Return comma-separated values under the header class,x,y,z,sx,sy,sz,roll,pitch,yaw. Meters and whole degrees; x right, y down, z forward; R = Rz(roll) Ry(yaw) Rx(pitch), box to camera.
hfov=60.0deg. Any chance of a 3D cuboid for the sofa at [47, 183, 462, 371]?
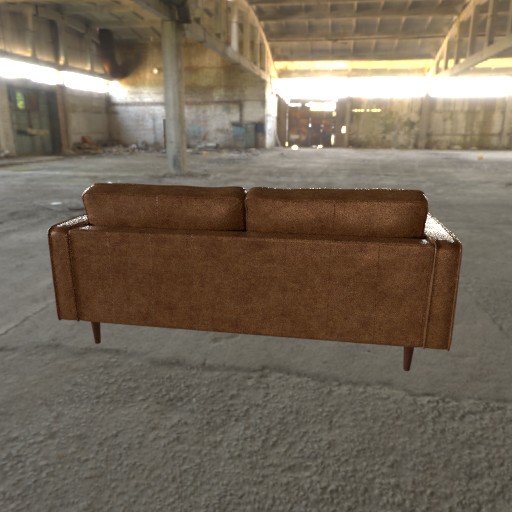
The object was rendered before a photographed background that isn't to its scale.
class,x,y,z,sx,sy,sz,roll,pitch,yaw
sofa,0.000,0.000,2.447,1.920,0.825,0.924,3,16,10
